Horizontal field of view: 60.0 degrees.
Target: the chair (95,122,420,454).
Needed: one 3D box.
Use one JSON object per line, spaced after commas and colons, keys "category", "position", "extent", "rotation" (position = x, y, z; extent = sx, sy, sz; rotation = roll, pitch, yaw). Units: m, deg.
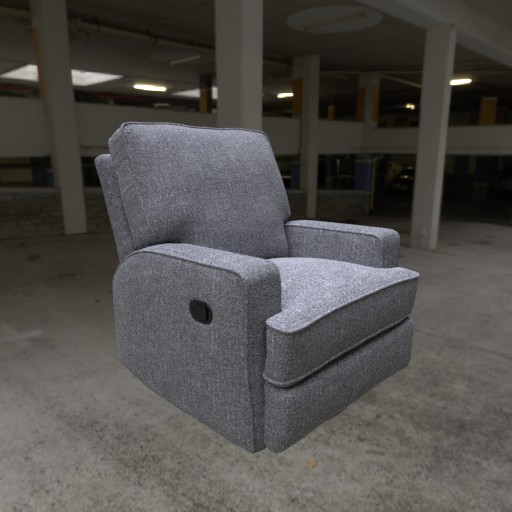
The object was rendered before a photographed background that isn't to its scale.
{"category": "chair", "position": [0.000, 0.000, 1.654], "extent": [0.964, 0.962, 0.861], "rotation": [13, 19, 43]}
